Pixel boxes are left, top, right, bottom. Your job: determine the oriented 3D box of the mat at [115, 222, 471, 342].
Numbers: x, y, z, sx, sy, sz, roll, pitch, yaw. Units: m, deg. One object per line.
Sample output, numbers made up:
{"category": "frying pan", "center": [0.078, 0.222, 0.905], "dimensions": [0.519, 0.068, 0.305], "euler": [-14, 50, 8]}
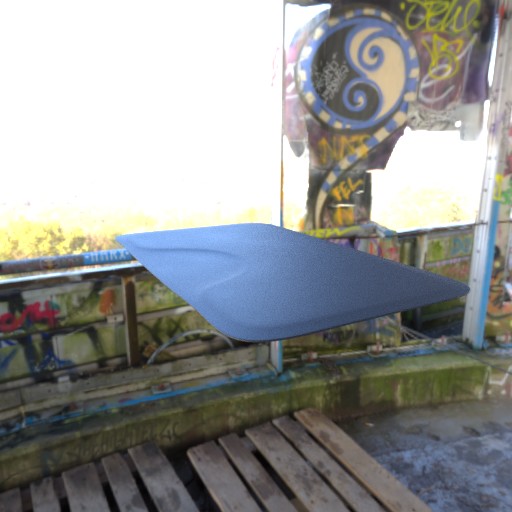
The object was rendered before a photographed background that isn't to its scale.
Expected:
{"category": "mat", "center": [0.000, 0.000, 1.887], "dimensions": [0.918, 0.013, 1.524], "euler": [-8, 16, -28]}
